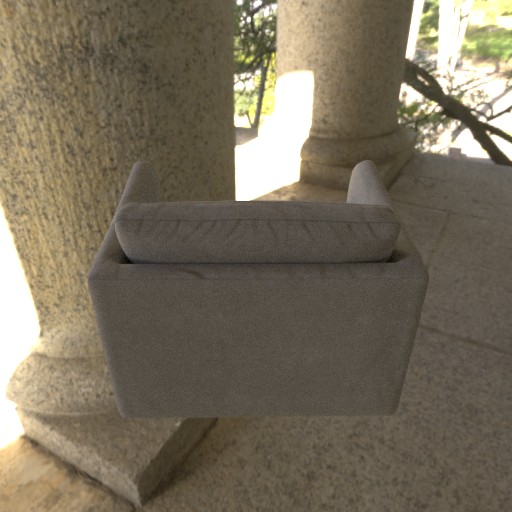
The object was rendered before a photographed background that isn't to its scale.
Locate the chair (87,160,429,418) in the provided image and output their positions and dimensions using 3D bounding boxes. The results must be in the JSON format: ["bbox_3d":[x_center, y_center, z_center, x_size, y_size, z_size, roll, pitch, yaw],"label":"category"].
[{"bbox_3d":[0.000,0.000,1.898,1.190,0.845,1.091,0,31,-1],"label":"chair"}]
